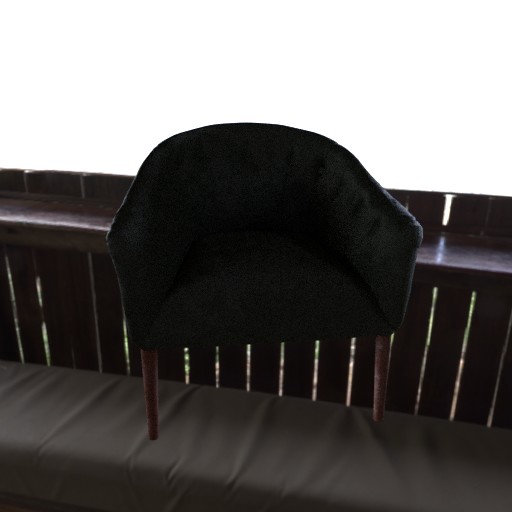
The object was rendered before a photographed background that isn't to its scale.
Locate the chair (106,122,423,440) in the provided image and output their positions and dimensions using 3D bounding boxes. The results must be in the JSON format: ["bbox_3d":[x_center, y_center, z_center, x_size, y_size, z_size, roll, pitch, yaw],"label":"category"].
[{"bbox_3d":[0.000,0.000,1.538,0.851,0.885,0.776,-2,17,-7],"label":"chair"}]
